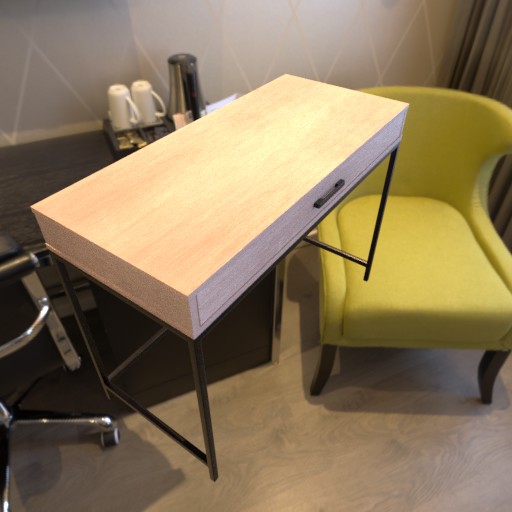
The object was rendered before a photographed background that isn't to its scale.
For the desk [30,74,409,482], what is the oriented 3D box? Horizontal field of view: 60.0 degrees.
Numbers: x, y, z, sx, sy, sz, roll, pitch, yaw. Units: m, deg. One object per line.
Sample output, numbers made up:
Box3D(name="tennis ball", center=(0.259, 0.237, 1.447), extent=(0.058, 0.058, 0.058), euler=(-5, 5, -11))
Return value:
Box3D(name="desk", center=(0.000, 0.000, 1.414), extent=(0.470, 0.762, 1.016), euler=(25, 47, 26))
